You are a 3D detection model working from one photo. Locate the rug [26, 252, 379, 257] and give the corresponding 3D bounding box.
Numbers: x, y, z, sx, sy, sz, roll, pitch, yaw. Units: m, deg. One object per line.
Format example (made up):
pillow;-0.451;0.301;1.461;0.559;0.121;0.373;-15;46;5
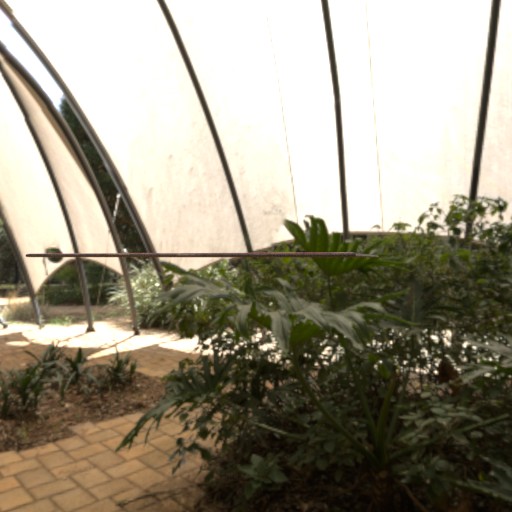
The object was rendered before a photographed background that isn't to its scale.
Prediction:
rug;0.000;0.000;3.033;1.539;0.018;2.449;0;0;17
